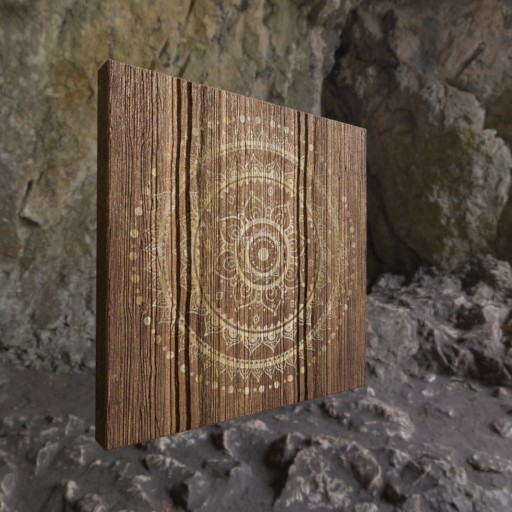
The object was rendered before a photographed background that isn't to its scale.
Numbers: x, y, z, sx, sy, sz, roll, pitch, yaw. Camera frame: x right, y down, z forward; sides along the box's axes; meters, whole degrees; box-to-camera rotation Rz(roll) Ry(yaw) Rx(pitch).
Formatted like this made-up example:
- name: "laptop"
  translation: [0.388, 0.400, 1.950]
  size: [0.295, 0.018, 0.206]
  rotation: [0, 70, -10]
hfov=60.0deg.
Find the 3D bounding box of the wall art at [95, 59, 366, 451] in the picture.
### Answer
- name: "wall art"
  translation: [0.000, 0.000, 0.588]
  size: [0.406, 0.403, 0.039]
  rotation: [1, -1, -37]
